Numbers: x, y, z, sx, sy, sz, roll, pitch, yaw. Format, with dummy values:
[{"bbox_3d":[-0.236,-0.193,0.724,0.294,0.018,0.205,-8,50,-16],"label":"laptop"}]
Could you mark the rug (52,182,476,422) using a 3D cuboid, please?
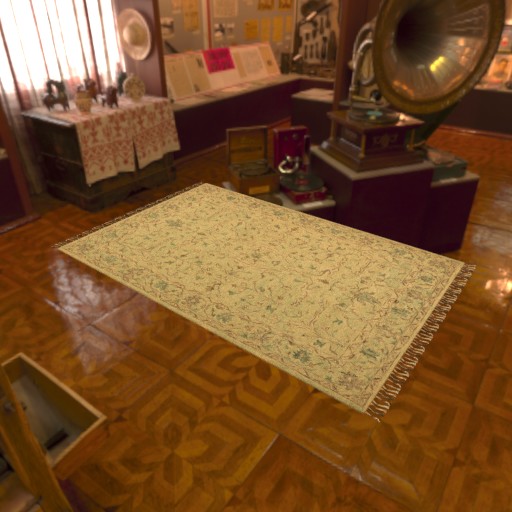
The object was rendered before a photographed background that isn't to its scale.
[{"bbox_3d":[0.000,0.000,2.979,2.435,0.010,1.544,21,37,31],"label":"rug"}]
